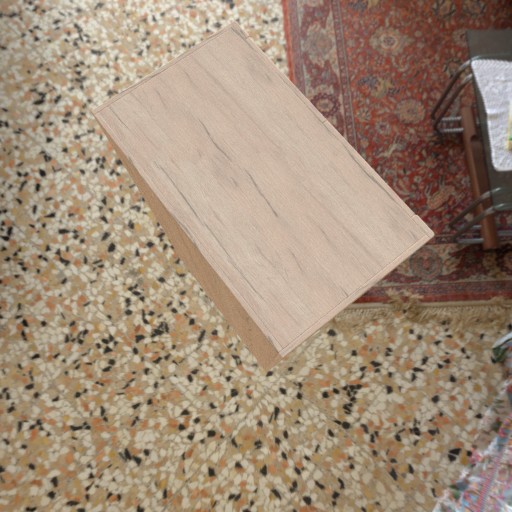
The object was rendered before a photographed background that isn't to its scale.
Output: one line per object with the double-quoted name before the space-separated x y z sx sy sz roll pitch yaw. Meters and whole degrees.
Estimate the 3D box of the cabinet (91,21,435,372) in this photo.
"cabinet" 0.000 0.000 2.289 0.580 1.930 0.980 -37 77 -10
